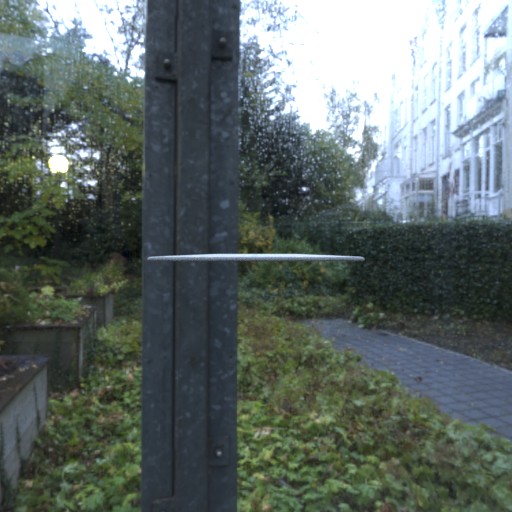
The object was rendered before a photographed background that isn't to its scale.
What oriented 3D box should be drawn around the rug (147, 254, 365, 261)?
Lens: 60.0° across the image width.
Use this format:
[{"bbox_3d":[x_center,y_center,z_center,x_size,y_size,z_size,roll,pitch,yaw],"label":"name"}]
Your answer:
[{"bbox_3d":[0.000,0.000,2.513,0.678,0.014,2.276,0,0,0],"label":"rug"}]
